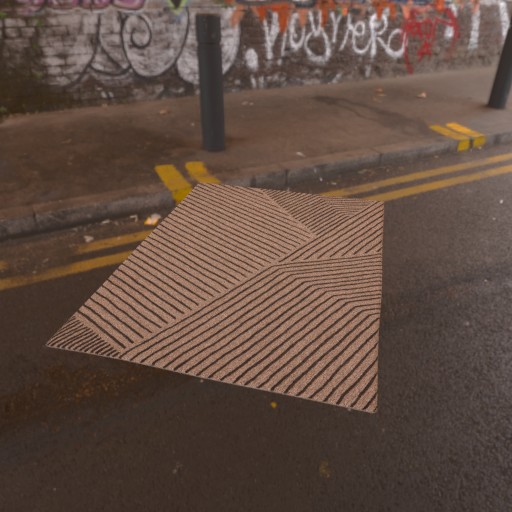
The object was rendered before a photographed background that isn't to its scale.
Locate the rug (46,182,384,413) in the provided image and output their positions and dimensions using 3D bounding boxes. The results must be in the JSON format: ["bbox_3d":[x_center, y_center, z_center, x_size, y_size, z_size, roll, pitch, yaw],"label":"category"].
[{"bbox_3d":[0.000,0.000,3.305,1.829,0.028,2.449,8,33,12],"label":"rug"}]
